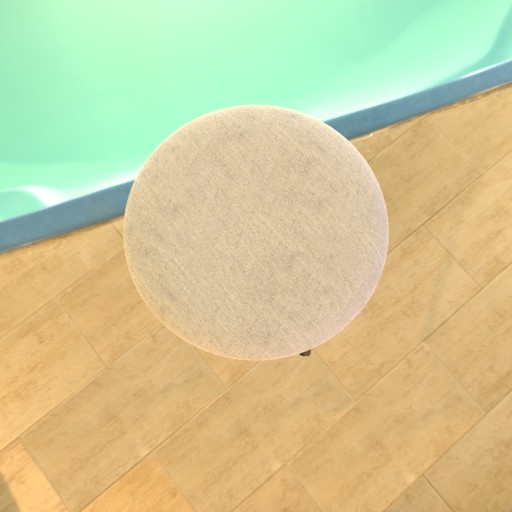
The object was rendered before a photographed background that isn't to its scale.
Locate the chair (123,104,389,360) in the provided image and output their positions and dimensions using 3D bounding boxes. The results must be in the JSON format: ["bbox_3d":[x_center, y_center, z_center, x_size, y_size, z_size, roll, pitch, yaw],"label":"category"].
[{"bbox_3d":[0.000,0.000,0.673,0.350,0.386,0.350,-33,79,-7],"label":"chair"}]
